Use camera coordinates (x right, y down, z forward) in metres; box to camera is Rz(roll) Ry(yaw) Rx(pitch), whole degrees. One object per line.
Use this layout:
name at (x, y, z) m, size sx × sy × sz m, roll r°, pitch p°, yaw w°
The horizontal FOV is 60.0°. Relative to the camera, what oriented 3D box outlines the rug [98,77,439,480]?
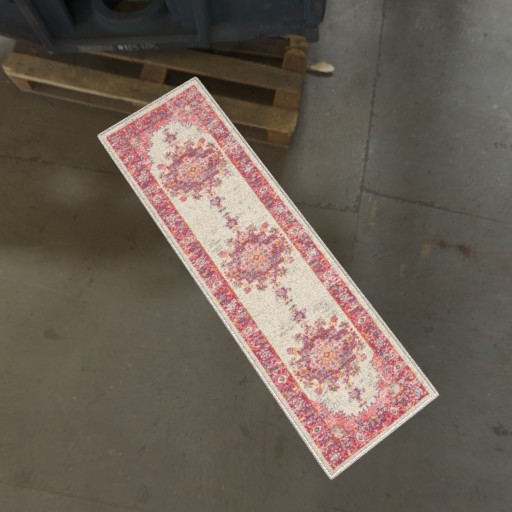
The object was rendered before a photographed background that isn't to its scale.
rug at (0.000, 0.000, 1.954) m, size 0.562 × 0.009 × 1.824 m, roll -34°, pitch 79°, yaw -8°
